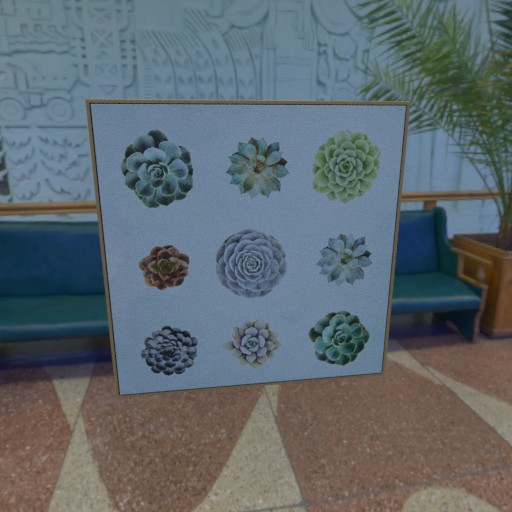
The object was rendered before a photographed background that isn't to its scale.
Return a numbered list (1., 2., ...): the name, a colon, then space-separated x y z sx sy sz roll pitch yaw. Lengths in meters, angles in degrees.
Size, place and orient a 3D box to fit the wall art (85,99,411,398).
1. wall art: 0.000 0.000 0.687 0.457 0.455 0.013 -2 17 -8
